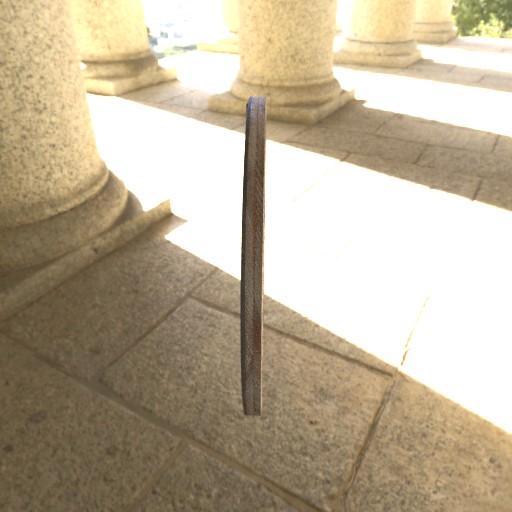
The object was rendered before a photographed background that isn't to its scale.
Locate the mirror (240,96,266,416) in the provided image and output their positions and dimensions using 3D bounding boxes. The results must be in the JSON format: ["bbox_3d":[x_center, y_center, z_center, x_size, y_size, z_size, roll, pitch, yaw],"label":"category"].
[{"bbox_3d":[0.000,0.000,1.050,0.038,0.710,0.710,1,33,1],"label":"mirror"}]
